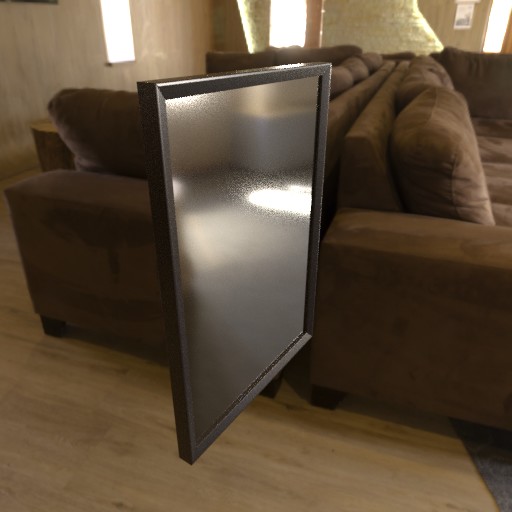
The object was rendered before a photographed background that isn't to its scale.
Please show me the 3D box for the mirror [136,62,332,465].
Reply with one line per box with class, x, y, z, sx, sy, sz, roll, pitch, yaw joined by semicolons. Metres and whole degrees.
mirror;0.000;0.000;0.914;0.039;0.710;0.507;17;32;30
